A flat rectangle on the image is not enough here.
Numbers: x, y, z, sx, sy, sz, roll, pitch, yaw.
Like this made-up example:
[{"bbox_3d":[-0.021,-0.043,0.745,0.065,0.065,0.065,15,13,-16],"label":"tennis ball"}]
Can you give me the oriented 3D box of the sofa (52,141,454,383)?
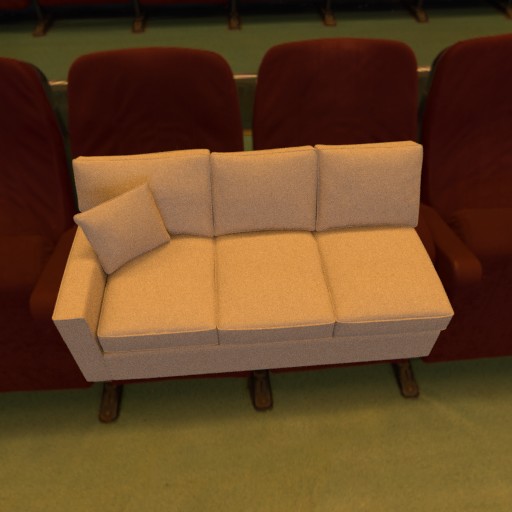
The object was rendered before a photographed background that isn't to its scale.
[{"bbox_3d":[0.000,0.000,2.527,1.962,0.946,1.034,-4,46,-3],"label":"sofa"}]
